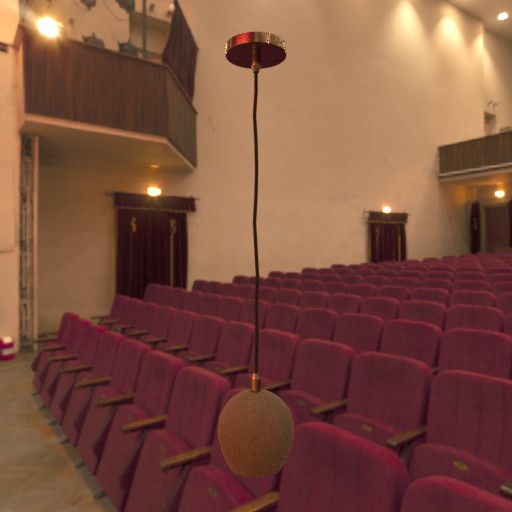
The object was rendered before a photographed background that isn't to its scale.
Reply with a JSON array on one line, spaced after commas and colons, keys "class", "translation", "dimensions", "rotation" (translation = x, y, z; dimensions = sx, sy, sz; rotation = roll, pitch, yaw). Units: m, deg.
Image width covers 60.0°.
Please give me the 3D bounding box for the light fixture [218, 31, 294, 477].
[{"class": "light fixture", "translation": [0.000, 0.000, 0.811], "dimensions": [0.139, 0.764, 0.139], "rotation": [0, 0, -35]}]
